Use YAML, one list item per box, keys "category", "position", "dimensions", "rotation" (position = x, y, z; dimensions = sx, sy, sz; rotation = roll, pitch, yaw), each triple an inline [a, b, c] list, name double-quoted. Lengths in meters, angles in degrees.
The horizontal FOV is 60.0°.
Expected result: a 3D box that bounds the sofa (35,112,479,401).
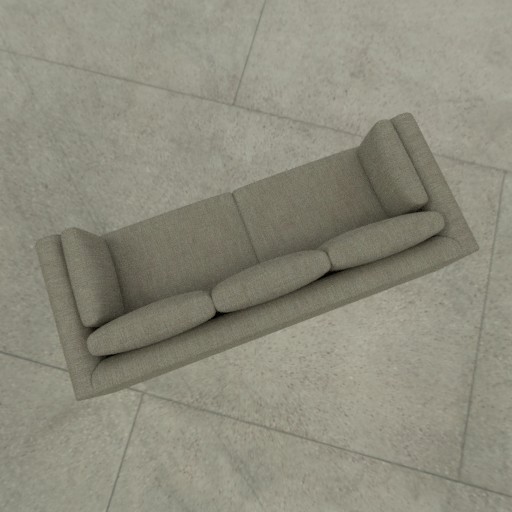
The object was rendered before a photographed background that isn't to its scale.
- category: "sofa"
  position: [0.000, 0.000, 2.871]
  dimensions: [2.415, 0.867, 0.969]
  rotation: [-20, 78, -5]
